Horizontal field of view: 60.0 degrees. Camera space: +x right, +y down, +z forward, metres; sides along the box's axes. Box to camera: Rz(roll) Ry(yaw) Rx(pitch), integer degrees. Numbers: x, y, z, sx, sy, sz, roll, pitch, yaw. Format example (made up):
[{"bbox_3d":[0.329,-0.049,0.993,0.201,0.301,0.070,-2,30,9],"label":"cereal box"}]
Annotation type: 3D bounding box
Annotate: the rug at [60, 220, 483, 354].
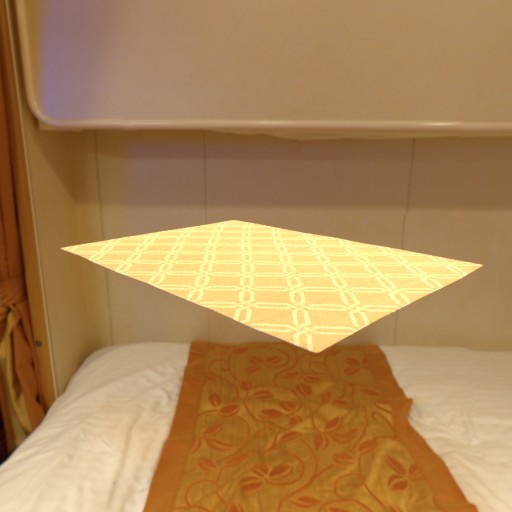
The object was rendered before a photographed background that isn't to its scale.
[{"bbox_3d":[0.000,0.000,4.284,2.452,0.020,3.365,-14,20,-43],"label":"rug"}]
